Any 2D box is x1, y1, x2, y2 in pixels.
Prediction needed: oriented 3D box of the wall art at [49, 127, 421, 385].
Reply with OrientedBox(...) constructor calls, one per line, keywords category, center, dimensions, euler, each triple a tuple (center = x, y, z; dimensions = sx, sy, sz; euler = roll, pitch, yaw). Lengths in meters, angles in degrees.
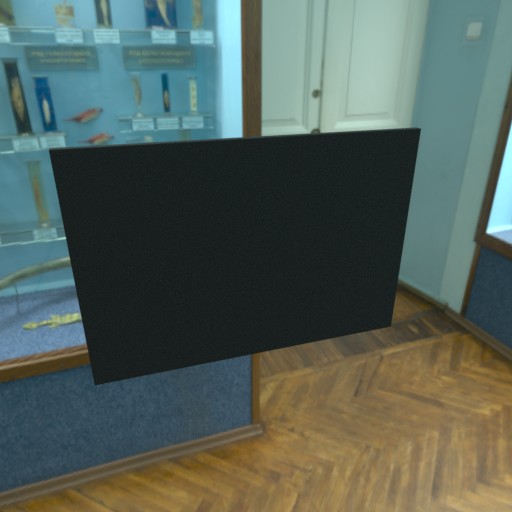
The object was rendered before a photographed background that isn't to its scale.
OrientedBox(category="wall art", center=(0.000, 0.000, 1.249), dimensions=(0.958, 0.656, 0.026), euler=(-8, 26, -16))
